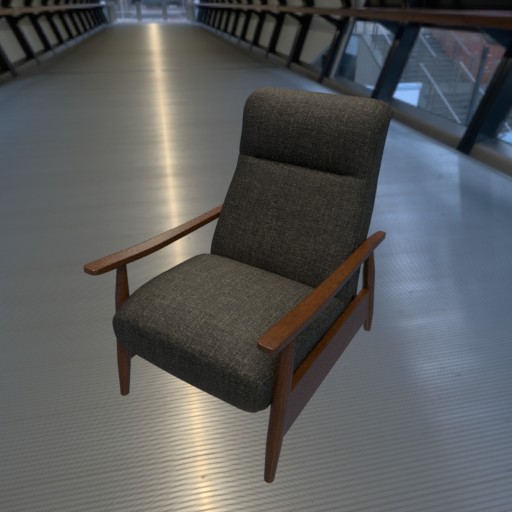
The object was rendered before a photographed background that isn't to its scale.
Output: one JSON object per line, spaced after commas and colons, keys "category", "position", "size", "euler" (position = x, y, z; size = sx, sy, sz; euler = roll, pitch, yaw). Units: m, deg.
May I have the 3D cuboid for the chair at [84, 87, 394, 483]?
{"category": "chair", "position": [0.000, 0.000, 1.738], "size": [0.762, 1.082, 1.014], "euler": [18, 35, 28]}
